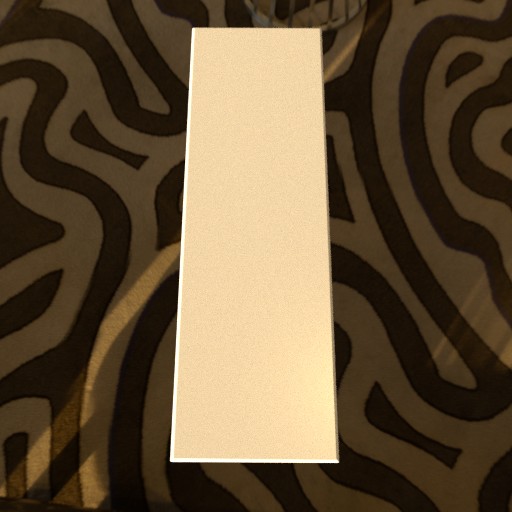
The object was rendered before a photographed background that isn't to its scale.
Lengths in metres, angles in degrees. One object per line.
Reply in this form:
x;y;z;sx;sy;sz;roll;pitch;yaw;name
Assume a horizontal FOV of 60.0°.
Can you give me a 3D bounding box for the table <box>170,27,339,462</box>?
0.000;0.000;1.551;0.386;0.814;1.191;0;75;0;table
